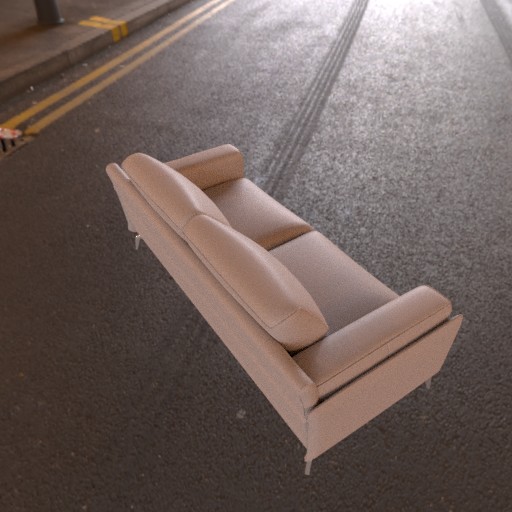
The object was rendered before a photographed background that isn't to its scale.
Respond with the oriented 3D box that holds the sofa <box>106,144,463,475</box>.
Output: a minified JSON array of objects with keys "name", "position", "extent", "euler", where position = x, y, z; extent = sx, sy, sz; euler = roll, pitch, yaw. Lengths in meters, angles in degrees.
[{"name":"sofa","position":[0.000,0.000,2.595],"extent":[1.049,0.930,2.101],"euler":[-24,46,-25]}]
